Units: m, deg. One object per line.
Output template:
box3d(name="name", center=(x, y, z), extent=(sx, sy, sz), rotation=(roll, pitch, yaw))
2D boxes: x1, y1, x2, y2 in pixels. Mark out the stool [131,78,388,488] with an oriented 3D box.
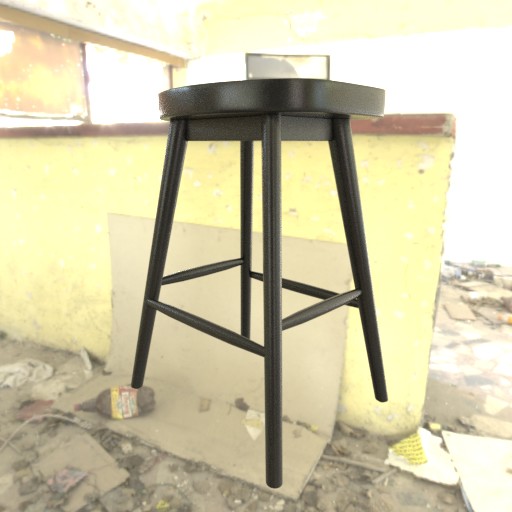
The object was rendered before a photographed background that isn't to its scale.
box3d(name="stool", center=(0.000, 0.000, 0.884), extent=(0.440, 0.615, 0.361), rotation=(14, 20, 43))
